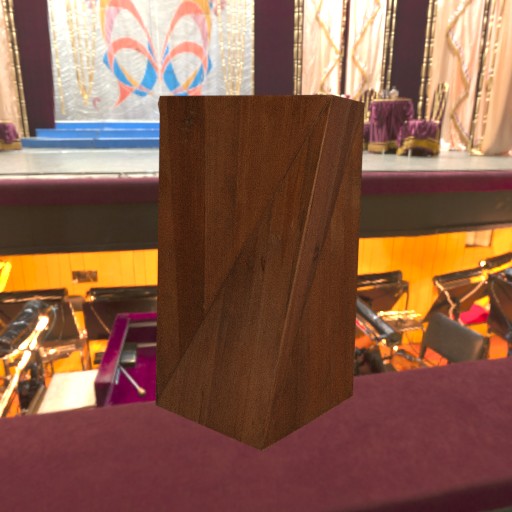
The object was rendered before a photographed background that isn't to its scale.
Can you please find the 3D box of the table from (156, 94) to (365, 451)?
[{"bbox_3d":[0.000,0.000,0.914,0.441,0.604,0.425,-3,17,-11],"label":"table"}]
